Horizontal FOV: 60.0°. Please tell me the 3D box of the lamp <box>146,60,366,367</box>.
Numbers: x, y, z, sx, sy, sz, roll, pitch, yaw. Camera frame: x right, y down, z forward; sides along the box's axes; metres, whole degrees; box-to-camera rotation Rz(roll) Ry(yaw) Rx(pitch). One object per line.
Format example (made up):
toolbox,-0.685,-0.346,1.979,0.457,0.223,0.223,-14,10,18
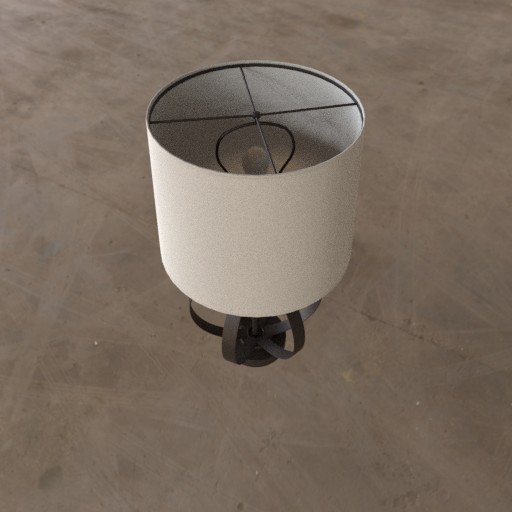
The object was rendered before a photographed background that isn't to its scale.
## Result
lamp,0.000,0.000,0.703,0.286,0.510,0.286,0,48,0
